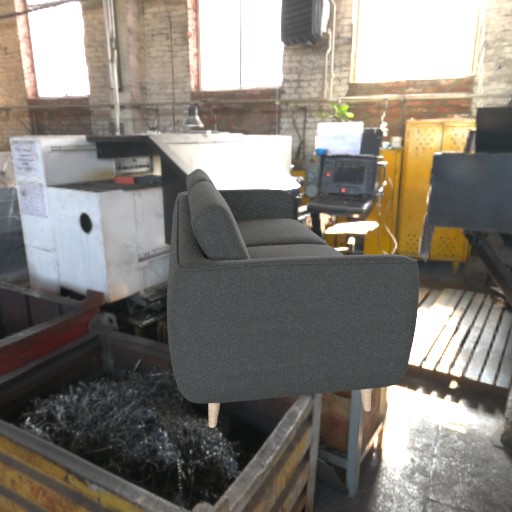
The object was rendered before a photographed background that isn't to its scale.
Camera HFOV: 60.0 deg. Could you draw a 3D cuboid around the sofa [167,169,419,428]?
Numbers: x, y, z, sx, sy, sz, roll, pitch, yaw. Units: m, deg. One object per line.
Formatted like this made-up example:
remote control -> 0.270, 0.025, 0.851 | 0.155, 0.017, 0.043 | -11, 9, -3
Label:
sofa -> 0.000, 0.000, 2.429 | 0.920, 0.850, 2.000 | -3, 16, -9
